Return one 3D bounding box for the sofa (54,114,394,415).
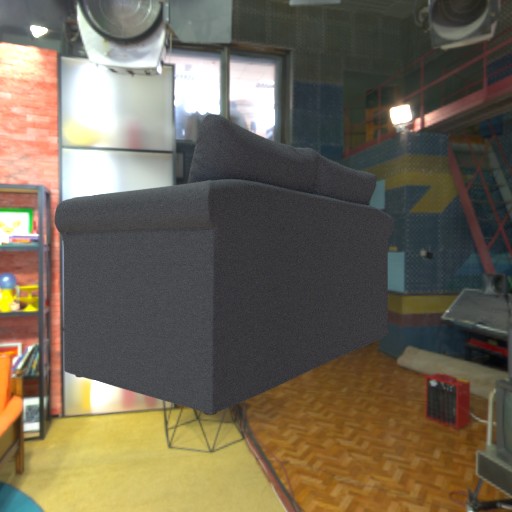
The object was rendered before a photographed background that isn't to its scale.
[{"bbox_3d":[0.000,0.000,1.958,0.741,0.872,1.460,1,1,36],"label":"sofa"}]
